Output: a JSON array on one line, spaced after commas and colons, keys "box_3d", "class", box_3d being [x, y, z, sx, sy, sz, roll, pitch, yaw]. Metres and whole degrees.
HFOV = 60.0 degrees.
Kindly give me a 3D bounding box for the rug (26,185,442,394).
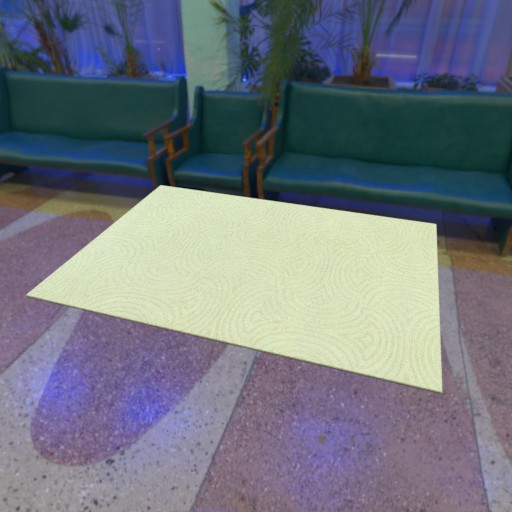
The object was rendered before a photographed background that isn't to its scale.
[{"box_3d": [0.000, 0.000, 2.736, 2.132, 0.015, 1.526, 10, 34, 15], "class": "rug"}]
